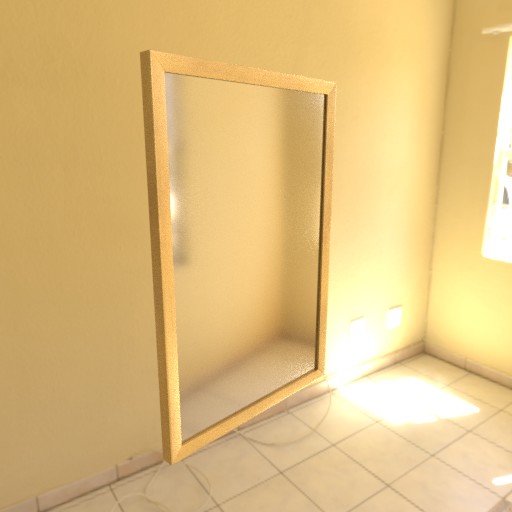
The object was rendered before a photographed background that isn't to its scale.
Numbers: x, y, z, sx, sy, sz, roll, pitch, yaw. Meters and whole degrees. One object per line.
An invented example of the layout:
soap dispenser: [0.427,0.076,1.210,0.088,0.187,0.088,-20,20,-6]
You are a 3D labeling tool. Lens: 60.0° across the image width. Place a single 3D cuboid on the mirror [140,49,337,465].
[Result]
mirror: [0.000,0.000,1.168,0.040,0.915,0.609,13,19,43]
